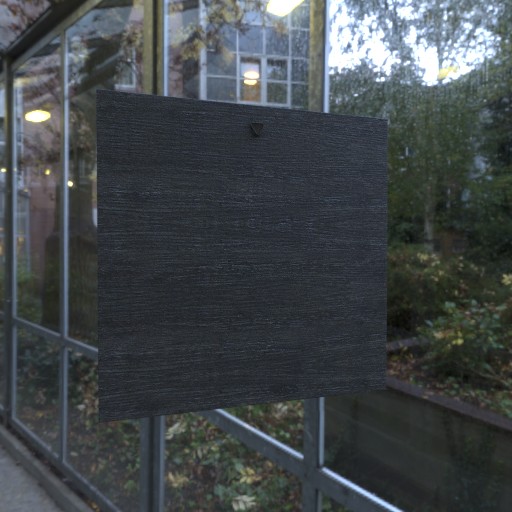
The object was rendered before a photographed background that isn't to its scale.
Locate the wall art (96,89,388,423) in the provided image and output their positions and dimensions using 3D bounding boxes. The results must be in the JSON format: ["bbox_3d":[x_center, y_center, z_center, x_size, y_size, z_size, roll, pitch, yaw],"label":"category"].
[{"bbox_3d":[0.000,0.000,0.687,0.462,0.459,0.027,0,1,-18],"label":"wall art"}]
